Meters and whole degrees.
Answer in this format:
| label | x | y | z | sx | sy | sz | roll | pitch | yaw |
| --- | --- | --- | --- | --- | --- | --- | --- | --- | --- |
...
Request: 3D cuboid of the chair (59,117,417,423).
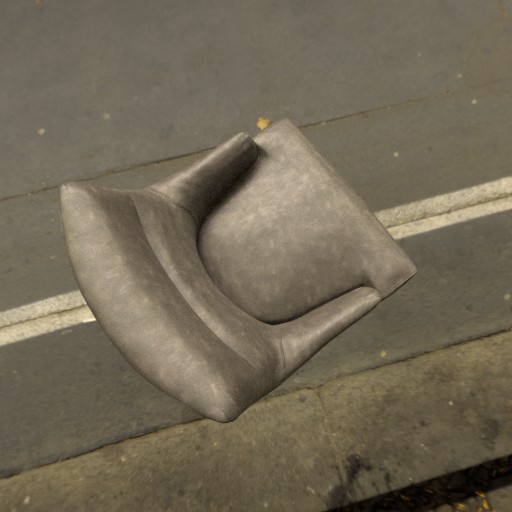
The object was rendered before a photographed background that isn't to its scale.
| label | x | y | z | sx | sy | sz | roll | pitch | yaw |
| --- | --- | --- | --- | --- | --- | --- | --- | --- | --- |
| chair | 0.000 | 0.000 | 1.454 | 0.874 | 0.870 | 0.738 | -36 | 79 | -8 |
